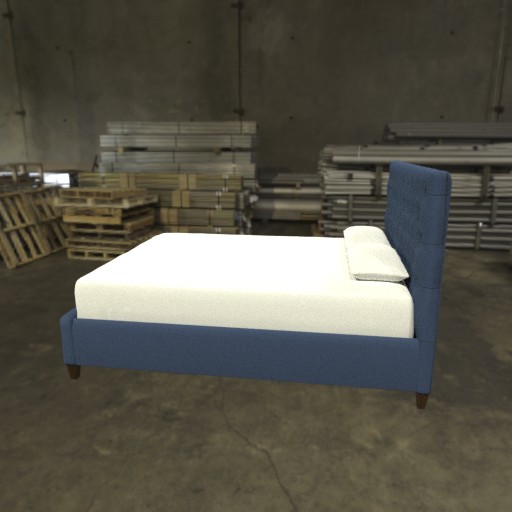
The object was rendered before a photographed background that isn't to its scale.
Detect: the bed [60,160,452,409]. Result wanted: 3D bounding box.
[{"bbox_3d":[0.000,0.000,3.480,2.387,1.427,1.706,2,14,9],"label":"bed"}]
